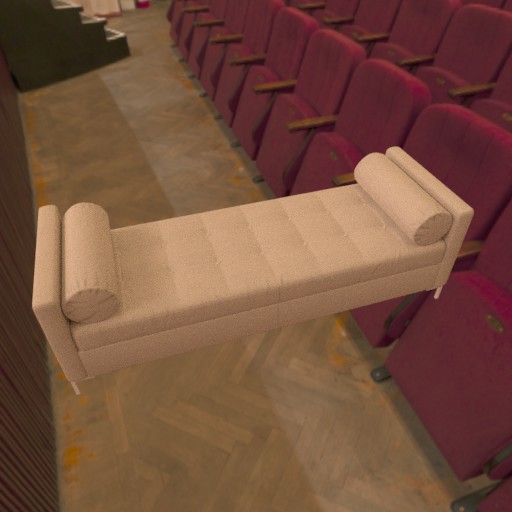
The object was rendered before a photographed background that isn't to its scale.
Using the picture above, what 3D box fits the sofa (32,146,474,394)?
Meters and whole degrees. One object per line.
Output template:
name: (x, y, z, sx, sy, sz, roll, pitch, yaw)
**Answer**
sofa: (0.000, 0.000, 2.314, 1.981, 0.635, 0.686, -12, 43, -13)
